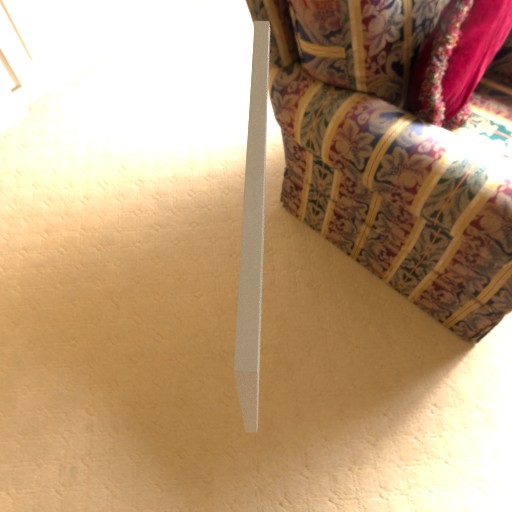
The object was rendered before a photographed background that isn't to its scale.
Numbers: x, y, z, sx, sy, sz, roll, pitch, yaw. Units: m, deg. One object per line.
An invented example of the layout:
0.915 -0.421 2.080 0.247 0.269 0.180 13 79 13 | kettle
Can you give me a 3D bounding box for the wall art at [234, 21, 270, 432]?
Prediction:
0.000 0.000 1.199 0.038 0.807 0.809 2 62 1 | wall art
